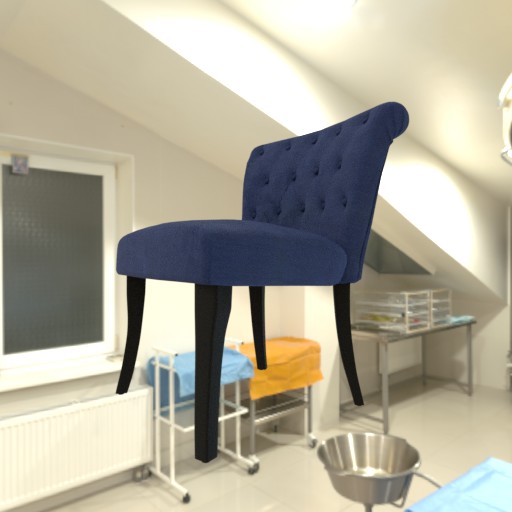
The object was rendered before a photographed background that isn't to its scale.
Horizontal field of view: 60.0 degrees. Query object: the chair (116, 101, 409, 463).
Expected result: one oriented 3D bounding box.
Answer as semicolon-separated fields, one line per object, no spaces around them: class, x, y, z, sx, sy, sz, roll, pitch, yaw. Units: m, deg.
chair;0.000;0.000;1.172;0.606;0.753;0.585;0;0;-35
